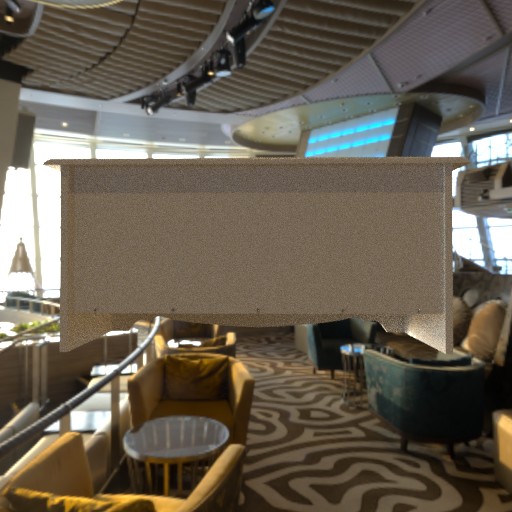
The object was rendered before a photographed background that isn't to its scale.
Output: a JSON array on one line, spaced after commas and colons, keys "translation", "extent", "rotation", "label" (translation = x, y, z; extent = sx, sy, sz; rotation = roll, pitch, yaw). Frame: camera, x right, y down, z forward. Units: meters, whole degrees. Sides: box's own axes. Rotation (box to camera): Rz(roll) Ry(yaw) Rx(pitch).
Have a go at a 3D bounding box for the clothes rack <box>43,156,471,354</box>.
[{"translation": [0.000, 0.000, 1.461], "extent": [1.218, 0.558, 0.405], "rotation": [0, -1, 1], "label": "clothes rack"}]
